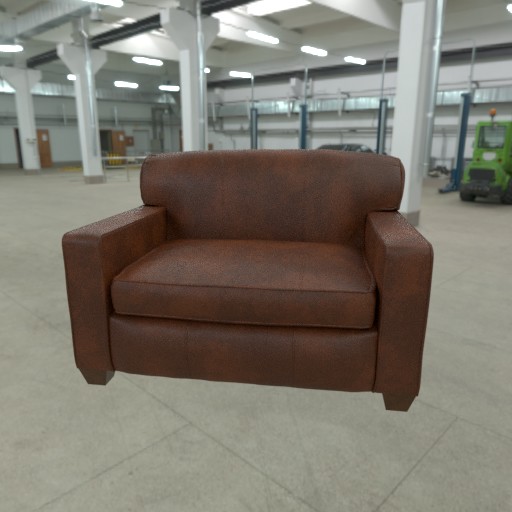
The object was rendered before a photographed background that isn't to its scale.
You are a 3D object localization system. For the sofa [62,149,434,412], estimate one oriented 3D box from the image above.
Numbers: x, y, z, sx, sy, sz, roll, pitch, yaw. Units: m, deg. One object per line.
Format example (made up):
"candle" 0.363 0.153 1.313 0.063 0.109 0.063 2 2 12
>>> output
"sofa" 0.000 0.000 2.067 1.413 0.956 1.000 2 15 9
